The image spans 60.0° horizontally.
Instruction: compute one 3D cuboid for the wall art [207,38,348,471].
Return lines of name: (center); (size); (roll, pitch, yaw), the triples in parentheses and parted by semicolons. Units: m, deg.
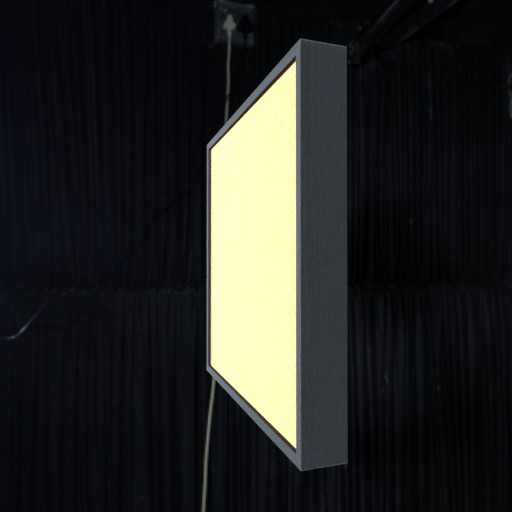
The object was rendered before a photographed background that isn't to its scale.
wall art: (0.000, 0.000, 0.463); (0.037, 0.305, 0.305); (0, -1, -19)
